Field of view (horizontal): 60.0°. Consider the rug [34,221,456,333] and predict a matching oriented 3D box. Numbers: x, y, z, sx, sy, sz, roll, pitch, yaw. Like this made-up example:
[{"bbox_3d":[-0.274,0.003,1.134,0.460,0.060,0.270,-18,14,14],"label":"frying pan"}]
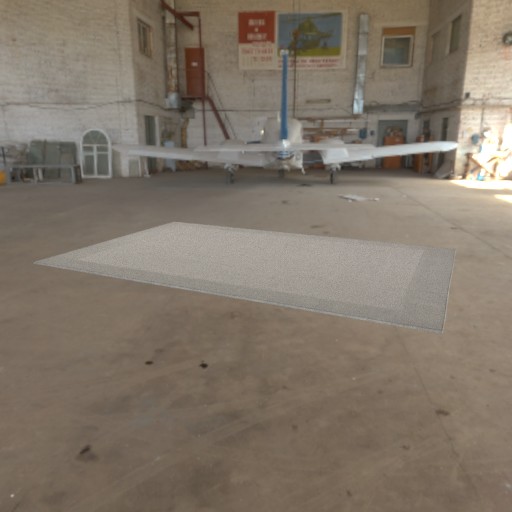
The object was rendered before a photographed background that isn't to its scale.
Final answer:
[{"bbox_3d":[0.000,0.000,3.003,2.438,0.014,1.524,7,17,24],"label":"rug"}]
